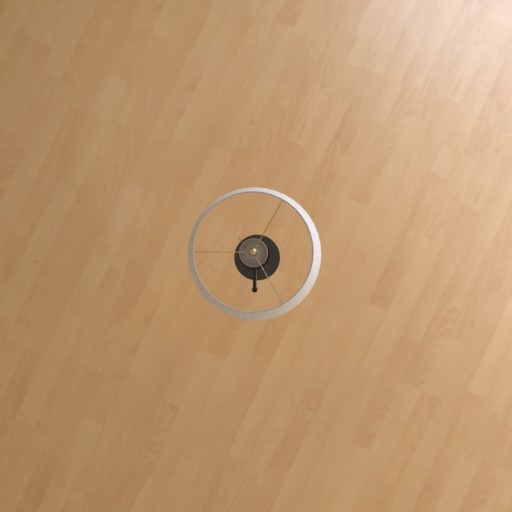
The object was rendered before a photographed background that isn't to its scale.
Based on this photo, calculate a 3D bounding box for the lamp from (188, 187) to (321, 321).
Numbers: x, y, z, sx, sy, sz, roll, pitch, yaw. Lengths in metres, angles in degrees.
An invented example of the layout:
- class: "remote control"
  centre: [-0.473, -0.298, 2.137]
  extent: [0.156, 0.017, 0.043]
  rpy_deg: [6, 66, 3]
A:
- class: "lamp"
  centre: [0.000, 0.000, 1.633]
  extent: [0.348, 1.473, 0.348]
  rpy_deg: [0, 89, 0]
